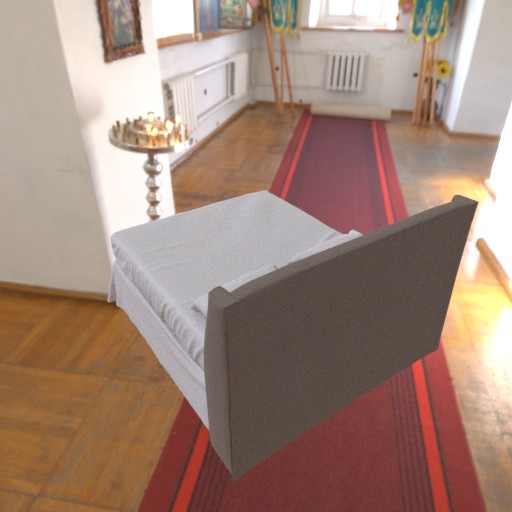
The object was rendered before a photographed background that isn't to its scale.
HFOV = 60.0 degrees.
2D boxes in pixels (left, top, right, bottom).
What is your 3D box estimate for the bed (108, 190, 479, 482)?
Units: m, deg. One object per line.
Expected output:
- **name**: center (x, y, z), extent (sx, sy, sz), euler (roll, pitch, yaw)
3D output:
- **bed**: center (0.000, 0.000, 3.474), extent (1.925, 1.332, 2.276), euler (-20, 37, -29)
